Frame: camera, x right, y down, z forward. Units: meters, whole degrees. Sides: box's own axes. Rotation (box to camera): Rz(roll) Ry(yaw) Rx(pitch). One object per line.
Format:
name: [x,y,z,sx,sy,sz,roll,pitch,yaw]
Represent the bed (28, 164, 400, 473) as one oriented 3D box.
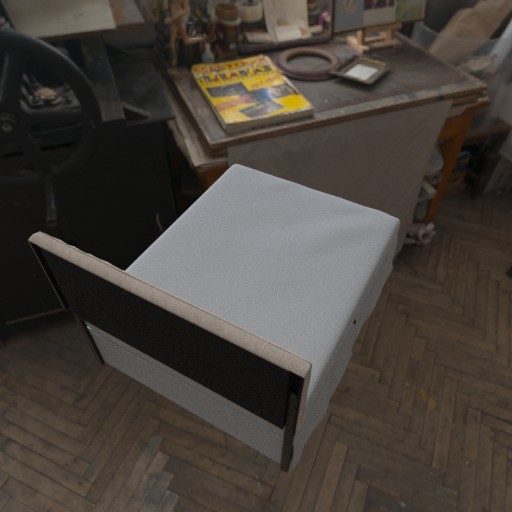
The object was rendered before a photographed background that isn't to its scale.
bed: [0.000,0.000,3.060,1.643,1.270,1.978,22,51,20]
